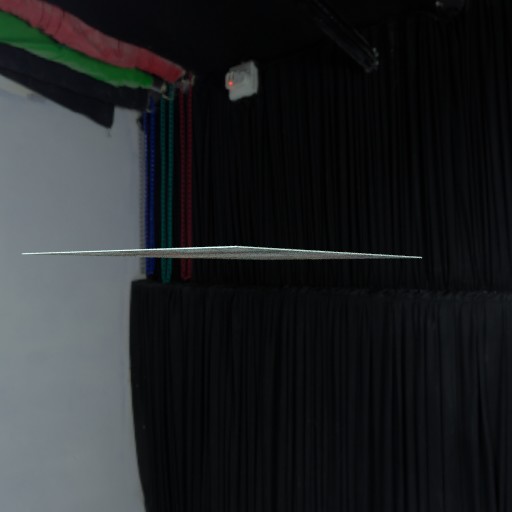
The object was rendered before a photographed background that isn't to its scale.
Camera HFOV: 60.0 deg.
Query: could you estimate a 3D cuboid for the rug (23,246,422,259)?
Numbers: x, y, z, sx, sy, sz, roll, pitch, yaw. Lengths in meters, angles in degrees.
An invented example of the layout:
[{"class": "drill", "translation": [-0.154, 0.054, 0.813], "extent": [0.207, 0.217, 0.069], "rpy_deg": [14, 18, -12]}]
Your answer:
[{"class": "rug", "translation": [0.000, 0.000, 2.965], "extent": [1.566, 0.004, 2.363], "rpy_deg": [-1, -2, 37]}]
